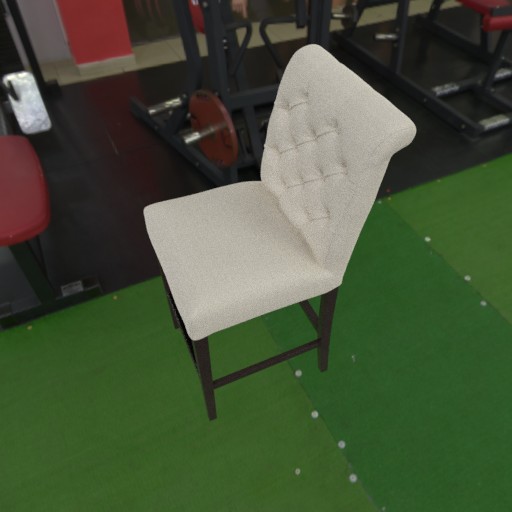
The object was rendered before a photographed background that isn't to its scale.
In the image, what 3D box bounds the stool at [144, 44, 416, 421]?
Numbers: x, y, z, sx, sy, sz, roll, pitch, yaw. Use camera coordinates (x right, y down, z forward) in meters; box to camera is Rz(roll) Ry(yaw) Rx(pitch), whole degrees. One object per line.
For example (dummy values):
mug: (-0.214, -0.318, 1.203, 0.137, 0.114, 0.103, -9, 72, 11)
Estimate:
stool: (0.000, 0.000, 1.455, 0.610, 1.118, 0.482, -18, 51, -16)
